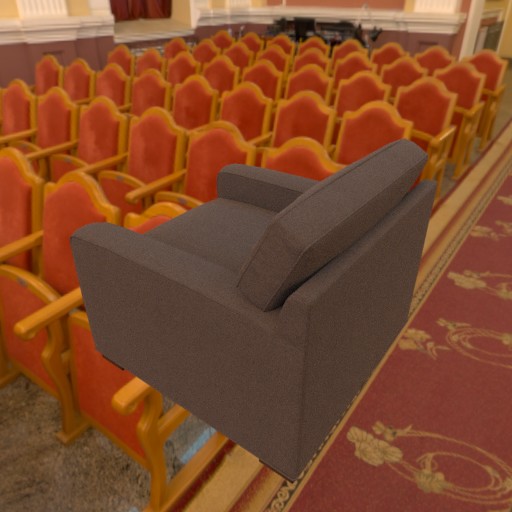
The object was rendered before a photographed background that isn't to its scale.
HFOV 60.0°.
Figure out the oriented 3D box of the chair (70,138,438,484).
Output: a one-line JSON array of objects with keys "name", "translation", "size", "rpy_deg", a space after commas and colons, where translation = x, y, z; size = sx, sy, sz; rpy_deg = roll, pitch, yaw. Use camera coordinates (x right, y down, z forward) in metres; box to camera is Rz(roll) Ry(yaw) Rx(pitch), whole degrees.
[{"name": "chair", "translation": [0.000, 0.000, 1.794], "size": [1.043, 0.913, 0.997], "rpy_deg": [21, 37, 31]}]
